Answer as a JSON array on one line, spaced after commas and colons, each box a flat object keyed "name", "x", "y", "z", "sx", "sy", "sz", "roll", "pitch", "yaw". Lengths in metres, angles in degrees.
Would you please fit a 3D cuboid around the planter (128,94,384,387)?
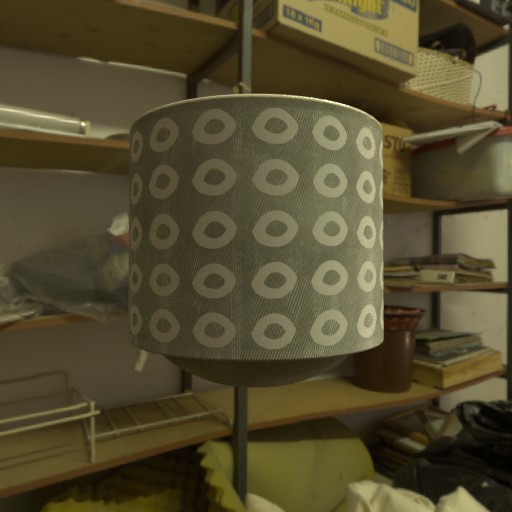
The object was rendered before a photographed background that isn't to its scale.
[{"name": "planter", "x": 0.000, "y": 0.000, "z": 0.344, "sx": 0.190, "sy": 0.181, "sz": 0.190, "roll": 0, "pitch": -1, "yaw": 0}]
